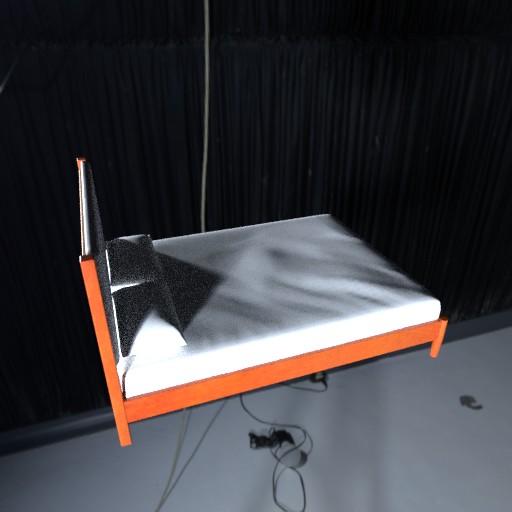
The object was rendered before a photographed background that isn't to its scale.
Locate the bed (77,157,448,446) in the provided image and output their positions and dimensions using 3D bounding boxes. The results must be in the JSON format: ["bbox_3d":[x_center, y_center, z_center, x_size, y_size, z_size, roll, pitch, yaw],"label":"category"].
[{"bbox_3d":[0.000,0.000,3.078,2.117,1.165,1.566,-10,31,-17],"label":"bed"}]
